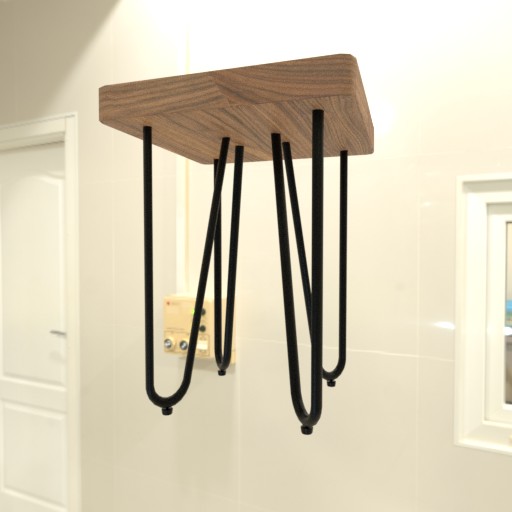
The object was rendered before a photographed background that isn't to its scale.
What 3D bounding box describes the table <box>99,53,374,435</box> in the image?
[{"bbox_3d":[0.000,0.000,0.987,0.479,0.641,0.480,0,1,18],"label":"table"}]
